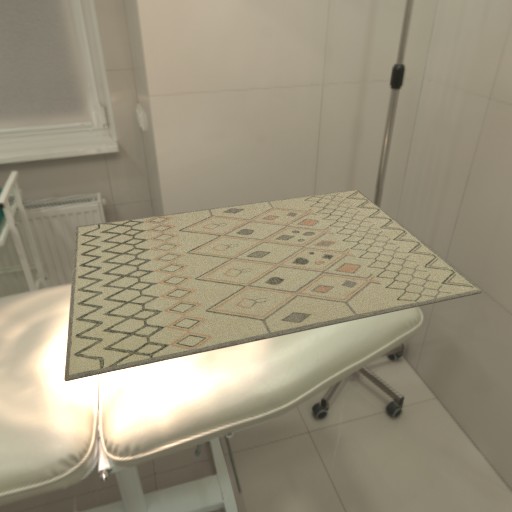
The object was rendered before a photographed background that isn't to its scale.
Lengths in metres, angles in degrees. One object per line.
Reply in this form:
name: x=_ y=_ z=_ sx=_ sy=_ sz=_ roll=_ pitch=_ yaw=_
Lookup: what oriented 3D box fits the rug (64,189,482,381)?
rug: x=0.000 y=0.000 z=2.326 sx=1.829 sy=0.016 sz=1.219 roll=-9 pitch=33 yaw=-14
